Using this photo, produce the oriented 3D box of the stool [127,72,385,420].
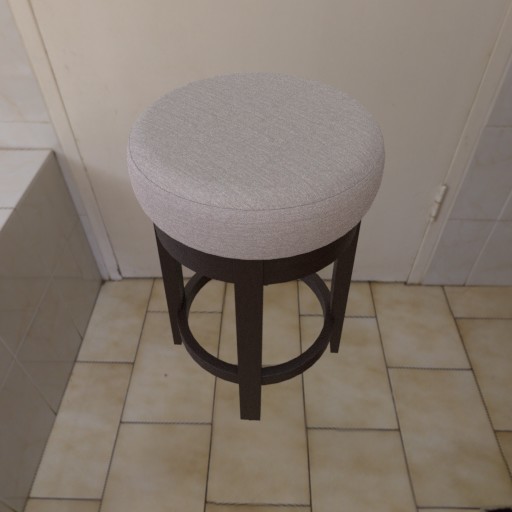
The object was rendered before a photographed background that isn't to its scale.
[{"bbox_3d":[0.000,0.000,0.970,0.443,0.672,0.443,0,46,0],"label":"stool"}]
